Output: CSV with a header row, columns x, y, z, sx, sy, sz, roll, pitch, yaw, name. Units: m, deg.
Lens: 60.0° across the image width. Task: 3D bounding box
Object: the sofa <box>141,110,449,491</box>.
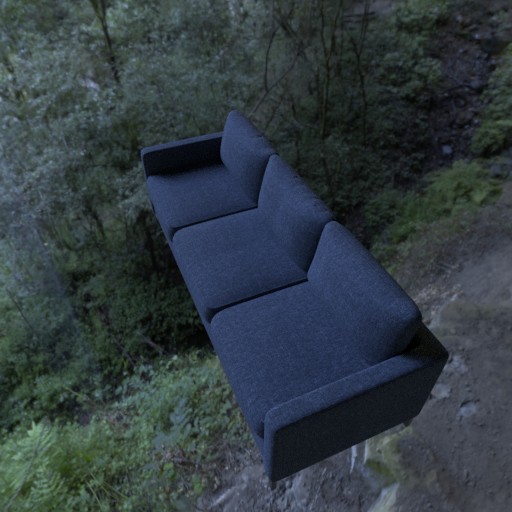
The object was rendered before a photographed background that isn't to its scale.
x,y,z,sx,sy,sz,roll,pitch,yaw,name
0.000,0.000,2.639,0.859,0.874,2.218,-17,46,-17,sofa
